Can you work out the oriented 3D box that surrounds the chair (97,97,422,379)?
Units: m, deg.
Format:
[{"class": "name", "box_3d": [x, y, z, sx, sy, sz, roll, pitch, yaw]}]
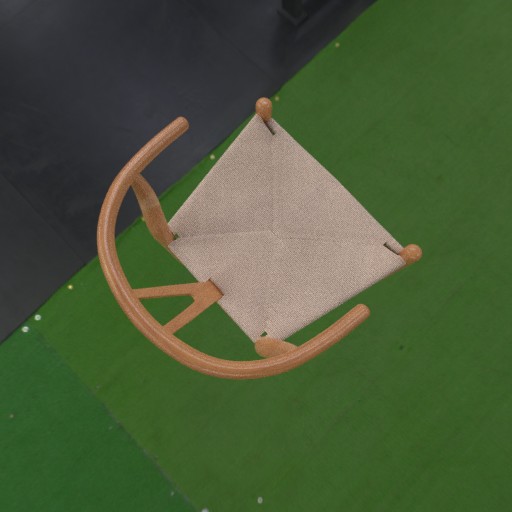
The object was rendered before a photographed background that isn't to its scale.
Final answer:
[{"class": "chair", "box_3d": [0.000, 0.000, 1.156, 0.579, 0.730, 0.569, -42, 81, -8]}]
